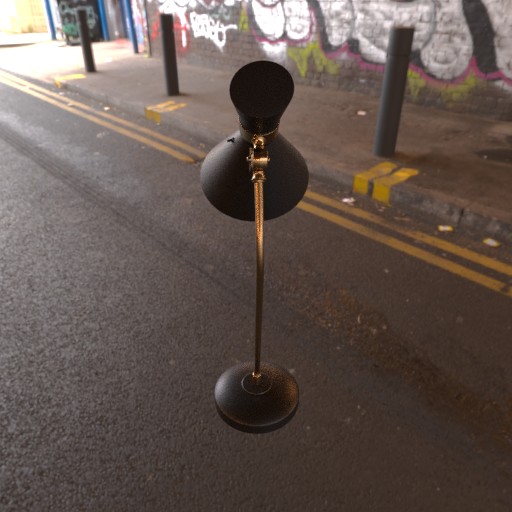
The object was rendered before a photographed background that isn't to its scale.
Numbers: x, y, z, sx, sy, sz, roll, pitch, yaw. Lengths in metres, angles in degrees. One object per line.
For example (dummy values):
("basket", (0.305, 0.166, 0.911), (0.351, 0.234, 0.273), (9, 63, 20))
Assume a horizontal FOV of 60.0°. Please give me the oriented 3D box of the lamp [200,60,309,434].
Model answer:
("lamp", (0.000, 0.000, 0.780), (0.189, 0.647, 0.292), (-1, 31, -2))
